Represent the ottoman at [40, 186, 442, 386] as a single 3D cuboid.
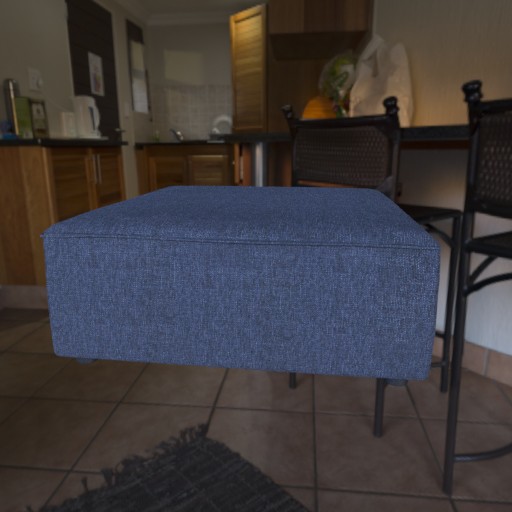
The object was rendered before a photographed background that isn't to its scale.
[{"bbox_3d":[0.000,0.000,1.589,1.023,0.423,1.017,2,15,8],"label":"ottoman"}]
